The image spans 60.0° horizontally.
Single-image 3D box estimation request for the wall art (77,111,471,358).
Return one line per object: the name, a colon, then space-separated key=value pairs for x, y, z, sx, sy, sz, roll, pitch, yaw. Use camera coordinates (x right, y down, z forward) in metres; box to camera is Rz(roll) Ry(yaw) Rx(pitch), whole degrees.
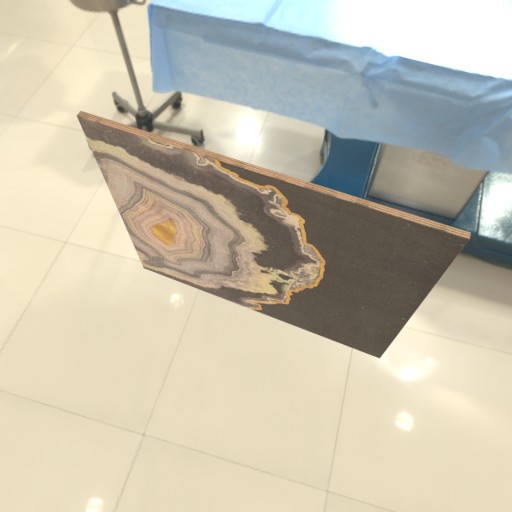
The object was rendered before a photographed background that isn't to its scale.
wall art: x=0.000 y=0.000 z=0.710 sx=0.508 sy=0.408 sz=0.010 roll=20 pitch=61 yaw=11
